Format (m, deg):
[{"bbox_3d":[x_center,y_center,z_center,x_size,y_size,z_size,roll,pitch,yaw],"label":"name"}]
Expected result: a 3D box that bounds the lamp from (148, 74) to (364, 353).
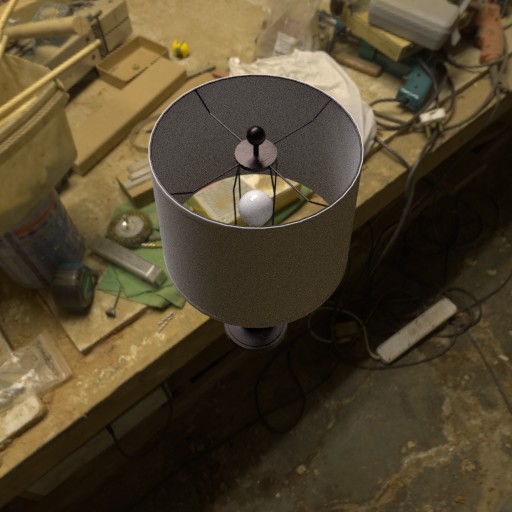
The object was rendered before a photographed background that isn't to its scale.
[{"bbox_3d":[0.000,0.000,0.973,0.383,0.726,0.383,0,58,0],"label":"lamp"}]
